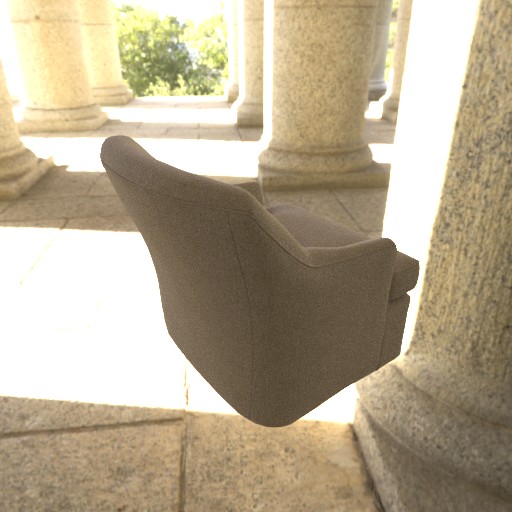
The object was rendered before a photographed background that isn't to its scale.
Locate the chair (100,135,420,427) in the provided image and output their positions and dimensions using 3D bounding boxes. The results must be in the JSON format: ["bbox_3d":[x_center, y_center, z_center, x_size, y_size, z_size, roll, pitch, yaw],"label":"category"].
[{"bbox_3d":[0.000,0.000,1.606,0.923,0.856,0.864,-17,31,-31],"label":"chair"}]
